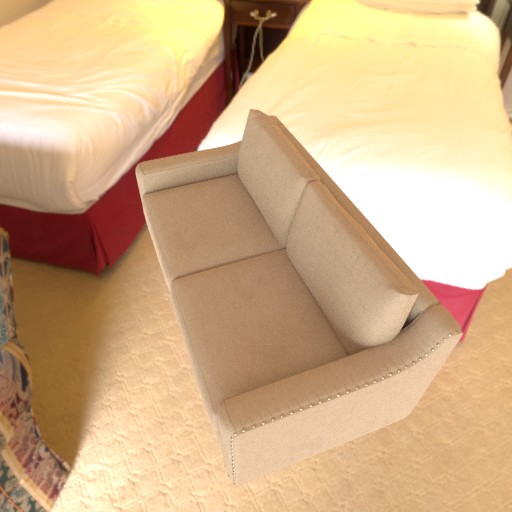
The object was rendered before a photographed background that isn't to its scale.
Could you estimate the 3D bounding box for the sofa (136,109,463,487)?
[{"bbox_3d":[0.000,0.000,2.490,1.030,0.901,1.967,-15,46,-15],"label":"sofa"}]
